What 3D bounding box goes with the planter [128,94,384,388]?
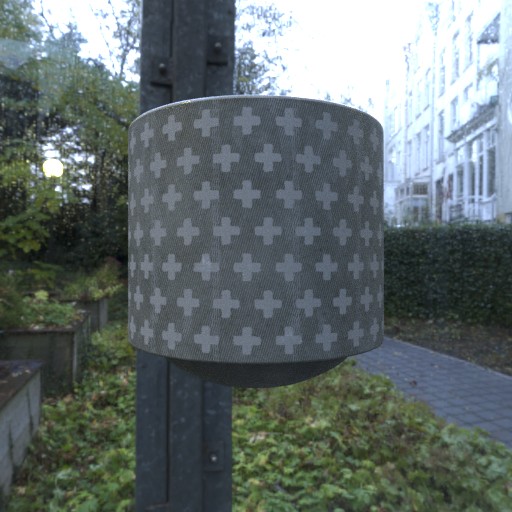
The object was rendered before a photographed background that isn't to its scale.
[{"bbox_3d":[0.000,0.000,0.452,0.250,0.239,0.250,0,0,0],"label":"planter"}]
